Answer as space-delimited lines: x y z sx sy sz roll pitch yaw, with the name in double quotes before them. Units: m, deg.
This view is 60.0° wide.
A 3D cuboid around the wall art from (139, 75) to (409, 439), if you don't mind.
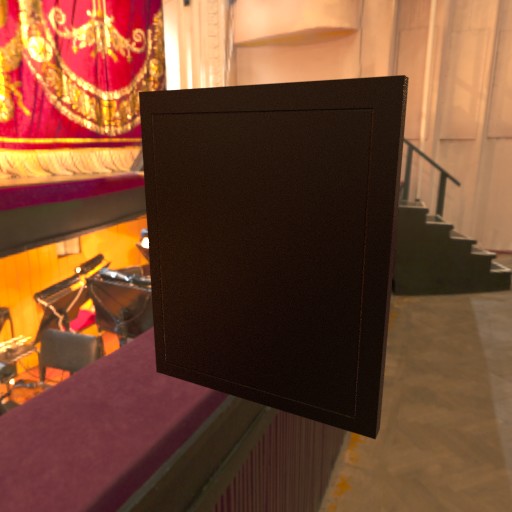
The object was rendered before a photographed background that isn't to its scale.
"wall art" 0.000 0.000 0.774 0.461 0.558 0.031 8 17 27
